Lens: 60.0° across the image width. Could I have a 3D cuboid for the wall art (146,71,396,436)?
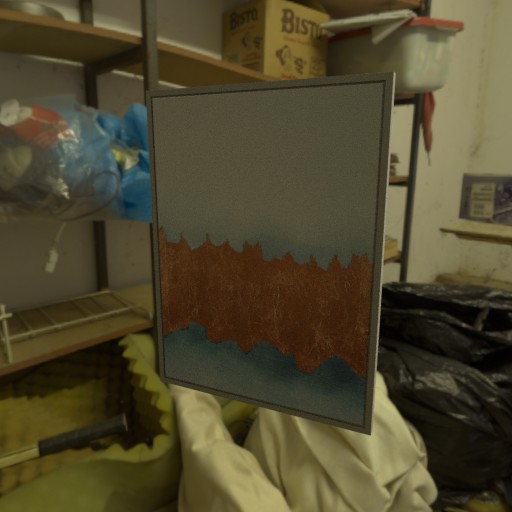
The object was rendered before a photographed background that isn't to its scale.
[{"bbox_3d":[0.000,0.000,1.418,0.789,1.042,0.034,6,14,25],"label":"wall art"}]
